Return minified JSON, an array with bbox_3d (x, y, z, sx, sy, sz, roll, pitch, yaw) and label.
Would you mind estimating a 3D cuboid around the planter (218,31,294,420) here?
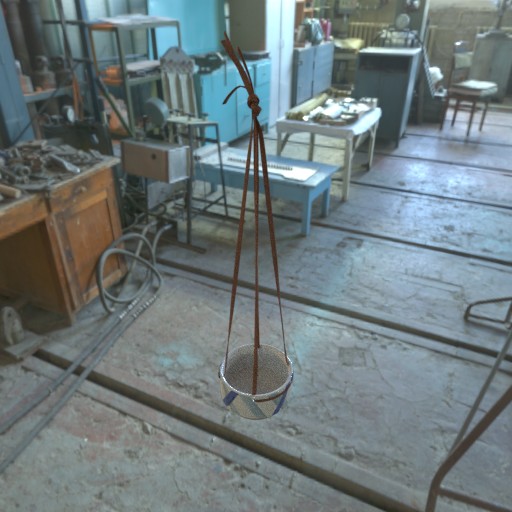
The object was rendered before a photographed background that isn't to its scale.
[{"bbox_3d":[0.000,0.000,0.830,0.166,0.751,0.166,-10,32,-16],"label":"planter"}]
